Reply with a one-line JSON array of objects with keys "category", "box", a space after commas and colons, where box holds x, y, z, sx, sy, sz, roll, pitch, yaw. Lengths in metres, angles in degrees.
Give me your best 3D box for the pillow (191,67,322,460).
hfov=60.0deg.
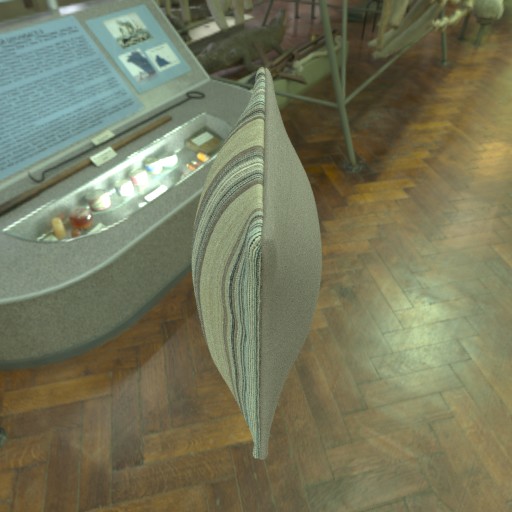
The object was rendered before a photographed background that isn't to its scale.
[{"category": "pillow", "box": [0.000, 0.000, 0.668, 0.189, 0.416, 0.435, 1, 41, 1]}]
